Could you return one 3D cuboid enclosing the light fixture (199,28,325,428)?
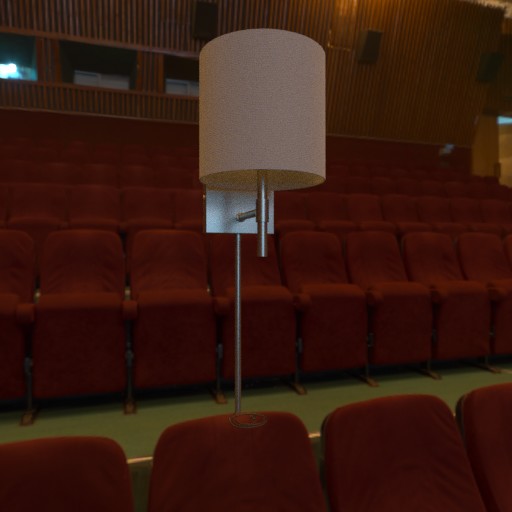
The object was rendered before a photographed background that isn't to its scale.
[{"bbox_3d":[0.000,0.000,0.696,0.188,0.589,0.248,0,0,-18],"label":"light fixture"}]
